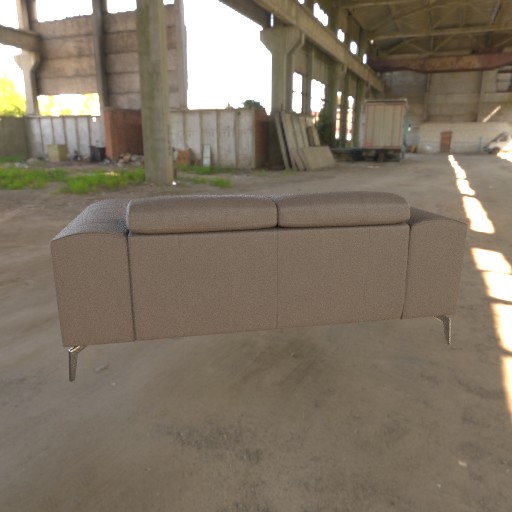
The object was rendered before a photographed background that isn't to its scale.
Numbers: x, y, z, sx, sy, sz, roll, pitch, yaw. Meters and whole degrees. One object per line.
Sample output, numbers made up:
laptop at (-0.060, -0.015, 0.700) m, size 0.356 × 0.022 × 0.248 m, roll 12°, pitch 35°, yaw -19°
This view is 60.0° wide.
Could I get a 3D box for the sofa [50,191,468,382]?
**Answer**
sofa at (0.000, 0.000, 2.452) m, size 1.895 × 0.779 × 1.003 m, roll -3°, pitch 16°, yaw -11°
